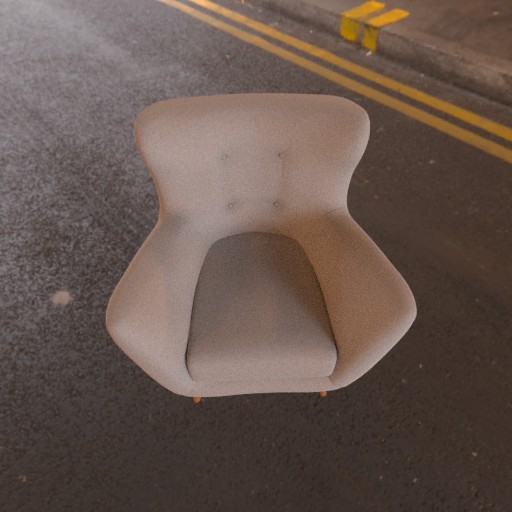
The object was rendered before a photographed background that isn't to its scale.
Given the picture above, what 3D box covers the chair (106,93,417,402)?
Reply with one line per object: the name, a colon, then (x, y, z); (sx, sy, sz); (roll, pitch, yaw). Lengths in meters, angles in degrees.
chair: (0.000, 0.000, 1.627); (0.890, 0.889, 0.889); (-2, 47, -2)
